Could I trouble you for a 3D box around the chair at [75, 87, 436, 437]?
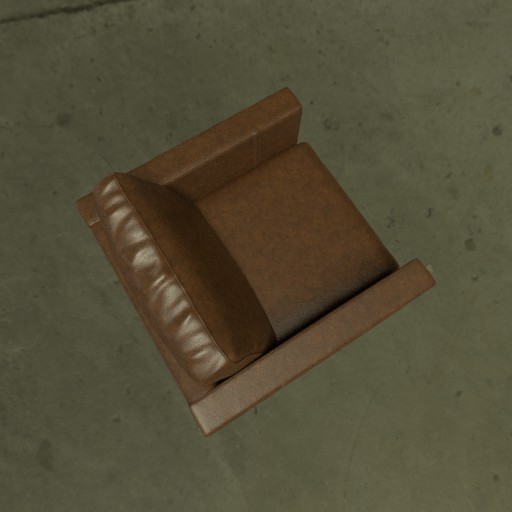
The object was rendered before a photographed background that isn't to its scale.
[{"bbox_3d":[0.000,0.000,1.669,0.909,0.956,0.890,-31,76,-9],"label":"chair"}]
